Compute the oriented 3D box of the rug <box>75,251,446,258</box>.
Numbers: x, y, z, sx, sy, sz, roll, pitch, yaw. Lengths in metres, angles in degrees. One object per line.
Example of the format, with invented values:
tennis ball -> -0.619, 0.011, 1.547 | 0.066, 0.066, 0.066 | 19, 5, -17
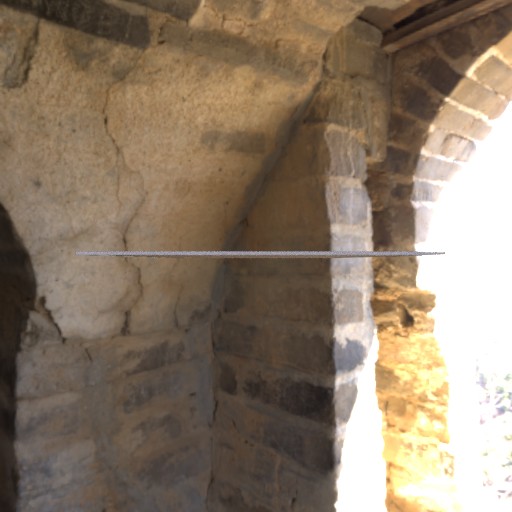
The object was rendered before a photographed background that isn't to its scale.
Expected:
rug -> 0.000, 0.000, 2.351 | 1.210, 0.012, 1.829 | 0, -1, -1
